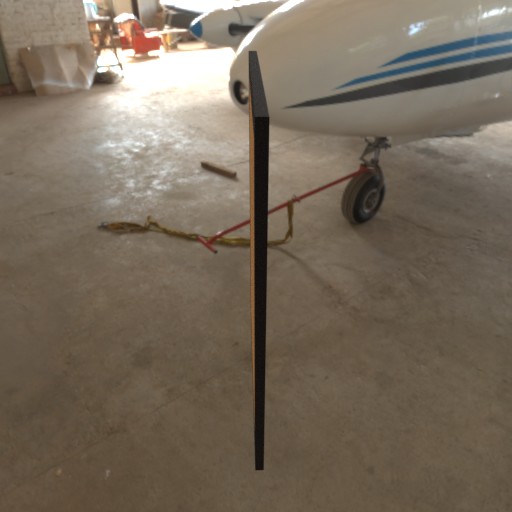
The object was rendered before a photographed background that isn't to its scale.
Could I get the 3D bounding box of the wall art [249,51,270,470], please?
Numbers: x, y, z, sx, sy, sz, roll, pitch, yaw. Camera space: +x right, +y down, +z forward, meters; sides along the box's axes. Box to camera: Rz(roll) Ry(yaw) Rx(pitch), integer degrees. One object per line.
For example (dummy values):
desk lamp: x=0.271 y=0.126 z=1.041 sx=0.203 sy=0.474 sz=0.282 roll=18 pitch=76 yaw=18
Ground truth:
wall art: x=0.000 y=0.000 z=0.691 sx=0.013 sy=0.534 sz=0.380 roll=-1 pitch=33 yaw=-1
